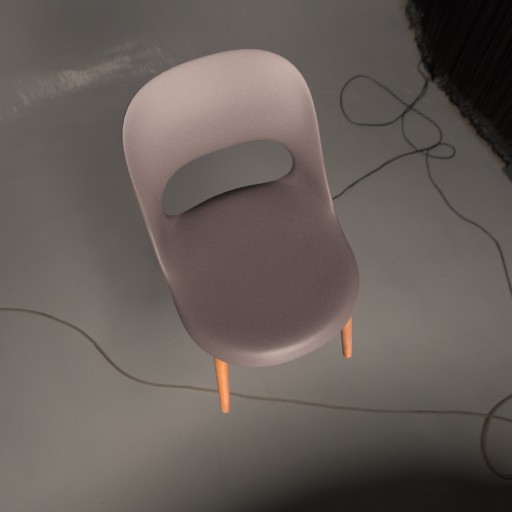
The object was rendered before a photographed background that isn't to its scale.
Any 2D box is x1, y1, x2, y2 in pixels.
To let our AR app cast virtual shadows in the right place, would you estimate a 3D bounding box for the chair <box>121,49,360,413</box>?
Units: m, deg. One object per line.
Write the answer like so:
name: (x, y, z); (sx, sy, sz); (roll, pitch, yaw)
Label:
chair: (0.000, 0.000, 1.140); (0.470, 0.794, 0.556); (-21, 64, -11)
